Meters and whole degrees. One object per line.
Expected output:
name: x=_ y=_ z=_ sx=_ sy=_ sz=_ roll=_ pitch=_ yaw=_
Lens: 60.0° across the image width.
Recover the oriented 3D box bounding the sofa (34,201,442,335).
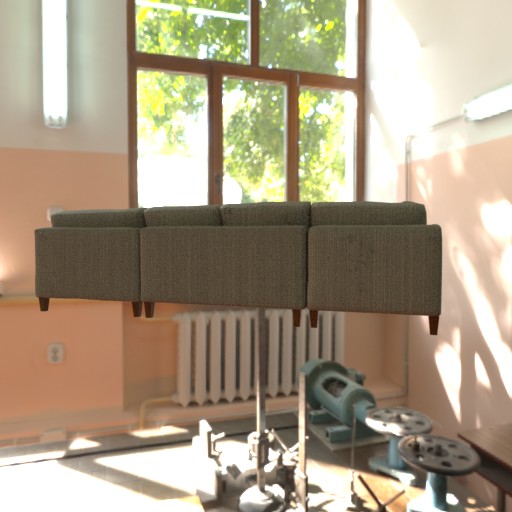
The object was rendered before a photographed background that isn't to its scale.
sofa: x=0.000 y=0.000 z=4.701 sx=3.460 sy=0.961 sz=2.594 roll=1 pitch=2 yaw=18
